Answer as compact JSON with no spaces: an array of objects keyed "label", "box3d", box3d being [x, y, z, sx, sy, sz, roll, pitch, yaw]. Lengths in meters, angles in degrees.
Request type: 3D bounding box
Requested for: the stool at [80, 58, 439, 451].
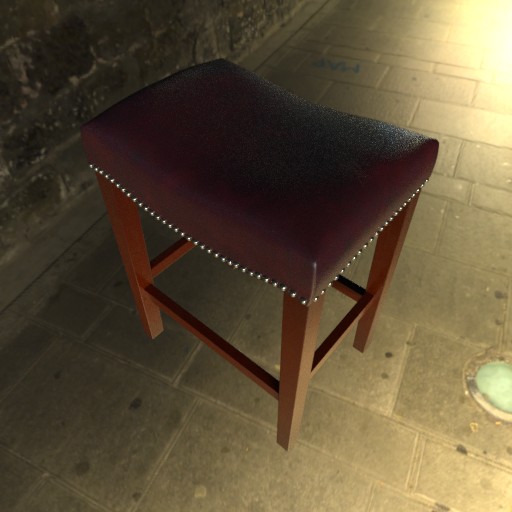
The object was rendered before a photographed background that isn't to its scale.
[{"label":"stool","box3d":[0.000,0.000,0.960,0.504,0.657,0.372,32,55,26]}]
